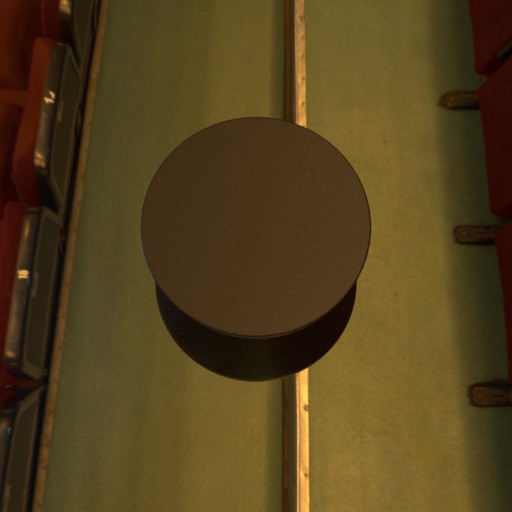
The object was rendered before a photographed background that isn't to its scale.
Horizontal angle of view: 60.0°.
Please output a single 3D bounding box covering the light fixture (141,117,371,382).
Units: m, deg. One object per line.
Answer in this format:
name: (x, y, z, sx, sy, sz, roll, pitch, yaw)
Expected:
light fixture: (0.000, 0.000, 0.355, 0.200, 0.183, 0.200, 0, 76, 0)
